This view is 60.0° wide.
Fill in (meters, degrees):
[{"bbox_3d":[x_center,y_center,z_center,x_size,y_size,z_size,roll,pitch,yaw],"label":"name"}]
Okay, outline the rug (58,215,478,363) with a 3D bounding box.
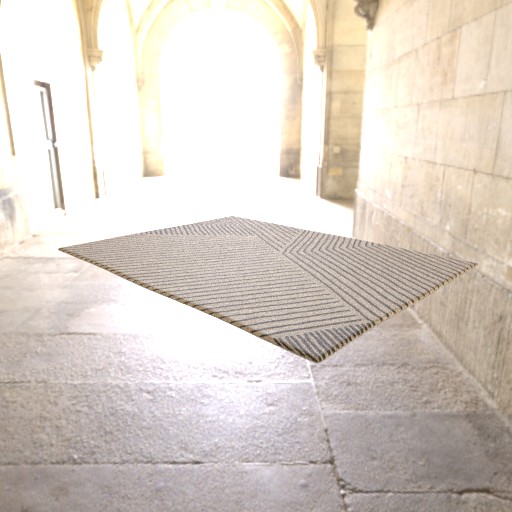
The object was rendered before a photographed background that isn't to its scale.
[{"bbox_3d":[0.000,0.000,3.194,2.449,0.028,1.829,15,22,42],"label":"rug"}]
